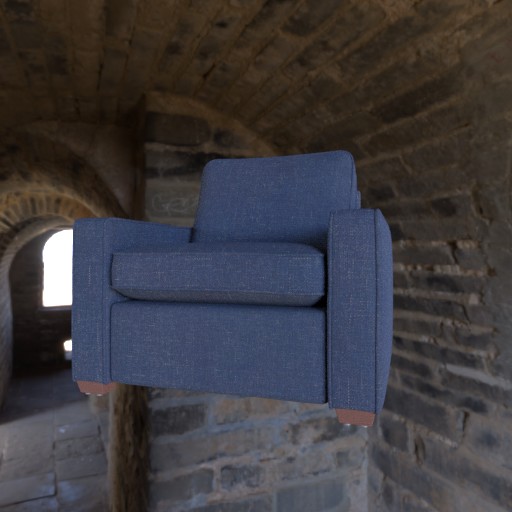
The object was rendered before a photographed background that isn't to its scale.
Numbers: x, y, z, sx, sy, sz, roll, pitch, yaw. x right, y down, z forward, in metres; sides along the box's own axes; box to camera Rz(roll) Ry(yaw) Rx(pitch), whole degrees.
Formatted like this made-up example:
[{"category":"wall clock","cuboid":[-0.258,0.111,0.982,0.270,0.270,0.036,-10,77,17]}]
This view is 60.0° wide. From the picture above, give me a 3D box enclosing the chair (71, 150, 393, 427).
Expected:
[{"category":"chair","cuboid":[0.000,0.000,1.738,1.017,0.919,0.940,0,0,18]}]
